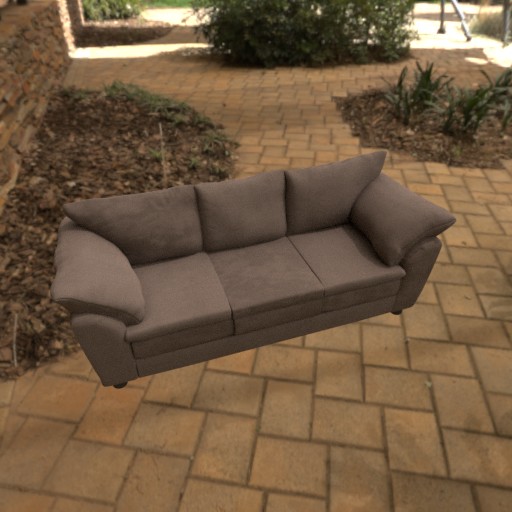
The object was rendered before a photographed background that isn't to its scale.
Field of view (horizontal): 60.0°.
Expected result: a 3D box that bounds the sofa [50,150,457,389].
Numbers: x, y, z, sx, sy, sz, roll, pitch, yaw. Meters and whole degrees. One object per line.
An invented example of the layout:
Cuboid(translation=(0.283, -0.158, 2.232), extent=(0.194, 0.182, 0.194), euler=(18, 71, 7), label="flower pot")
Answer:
Cuboid(translation=(0.000, 0.000, 2.907), extent=(2.377, 0.981, 0.893), euler=(-11, 36, -16), label="sofa")
